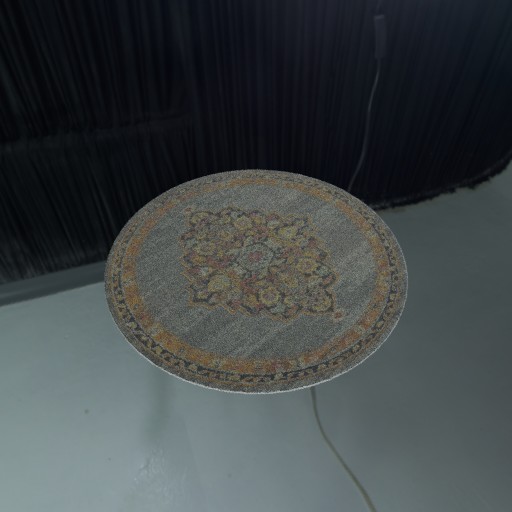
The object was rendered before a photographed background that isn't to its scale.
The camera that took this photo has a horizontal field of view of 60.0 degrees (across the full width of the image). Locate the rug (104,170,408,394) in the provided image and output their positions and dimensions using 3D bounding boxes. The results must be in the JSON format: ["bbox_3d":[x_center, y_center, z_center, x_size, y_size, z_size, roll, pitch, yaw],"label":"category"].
[{"bbox_3d":[0.000,0.000,2.398,1.598,0.010,1.598,0,46,0],"label":"rug"}]
